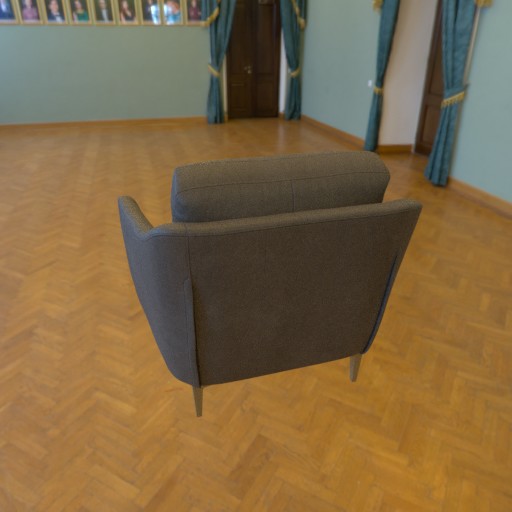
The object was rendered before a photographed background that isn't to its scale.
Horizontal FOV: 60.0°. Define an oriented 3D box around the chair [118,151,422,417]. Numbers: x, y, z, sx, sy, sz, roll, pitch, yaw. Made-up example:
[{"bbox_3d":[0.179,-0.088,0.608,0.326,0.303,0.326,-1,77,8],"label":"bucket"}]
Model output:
[{"bbox_3d":[0.000,0.000,1.731,0.988,0.901,0.961,-8,28,-15],"label":"chair"}]
